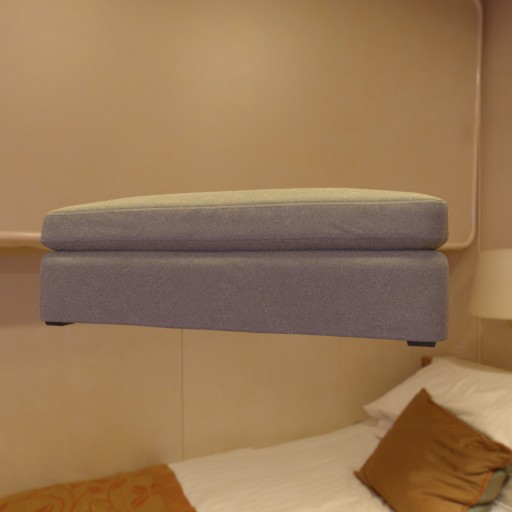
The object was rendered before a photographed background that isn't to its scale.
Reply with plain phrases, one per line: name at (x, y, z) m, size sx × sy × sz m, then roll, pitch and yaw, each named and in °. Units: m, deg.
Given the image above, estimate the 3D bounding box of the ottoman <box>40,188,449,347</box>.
ottoman at (0.000, 0.000, 1.581) m, size 1.199 × 0.429 × 0.840 m, roll 0°, pitch 0°, yaw 17°
